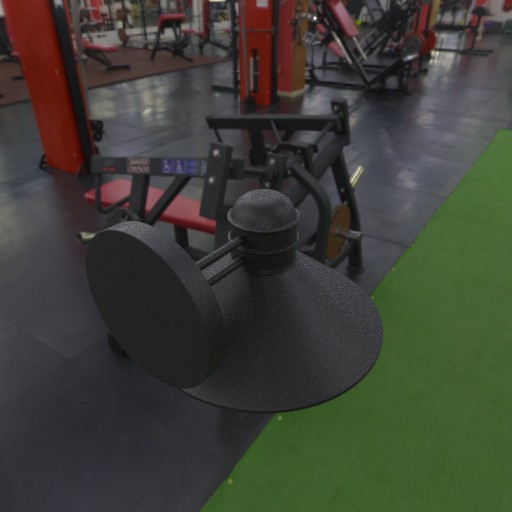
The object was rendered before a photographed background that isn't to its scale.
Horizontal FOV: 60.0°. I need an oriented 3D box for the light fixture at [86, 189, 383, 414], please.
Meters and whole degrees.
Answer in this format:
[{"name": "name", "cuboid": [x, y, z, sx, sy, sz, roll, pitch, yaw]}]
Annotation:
[{"name": "light fixture", "cuboid": [0.000, 0.000, 0.672, 0.396, 0.265, 0.434, 21, 37, 31]}]
